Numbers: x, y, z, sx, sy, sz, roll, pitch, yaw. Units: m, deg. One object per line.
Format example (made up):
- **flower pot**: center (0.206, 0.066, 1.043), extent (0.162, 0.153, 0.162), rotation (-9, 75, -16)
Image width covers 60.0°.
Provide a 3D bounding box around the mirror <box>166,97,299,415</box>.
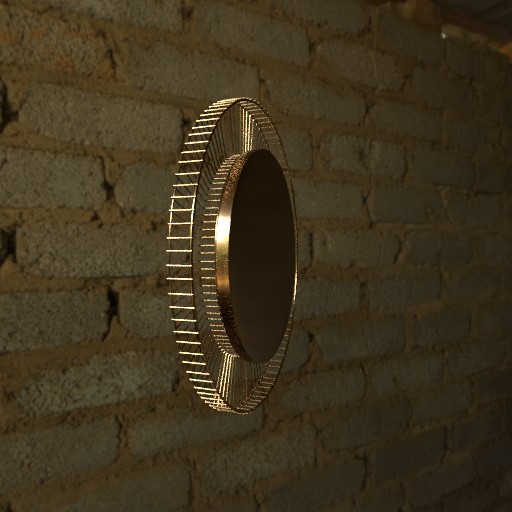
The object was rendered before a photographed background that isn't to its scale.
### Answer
- **mirror**: center (0.000, 0.000, 1.042), extent (0.067, 0.703, 0.703), rotation (0, 1, 19)
